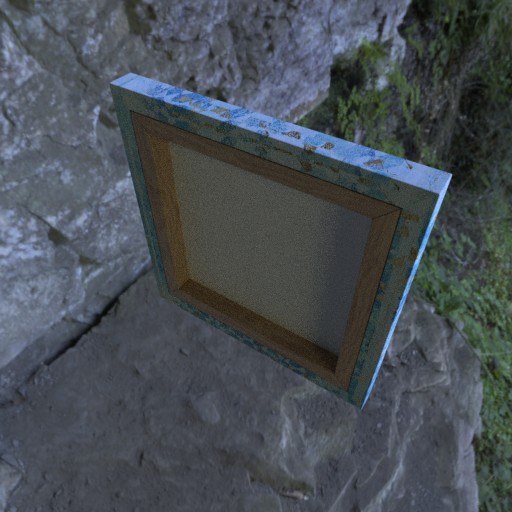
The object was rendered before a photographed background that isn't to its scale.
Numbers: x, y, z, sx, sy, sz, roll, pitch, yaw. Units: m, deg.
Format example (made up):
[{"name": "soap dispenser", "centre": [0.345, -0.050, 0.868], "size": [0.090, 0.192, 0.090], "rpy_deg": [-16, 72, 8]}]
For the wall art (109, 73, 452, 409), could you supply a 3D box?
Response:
[{"name": "wall art", "centre": [0.000, 0.000, 0.616], "size": [0.405, 0.405, 0.037], "rpy_deg": [25, 50, 23]}]
